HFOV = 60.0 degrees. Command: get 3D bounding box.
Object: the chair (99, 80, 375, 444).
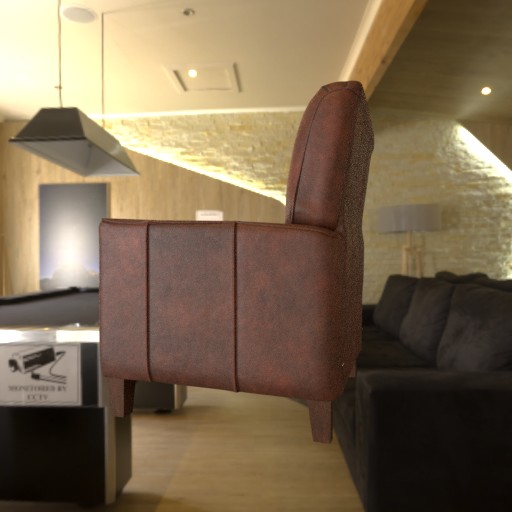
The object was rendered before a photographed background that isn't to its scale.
[{"bbox_3d":[0.000,0.000,1.672,0.836,1.043,0.843,0,0,18],"label":"chair"}]
